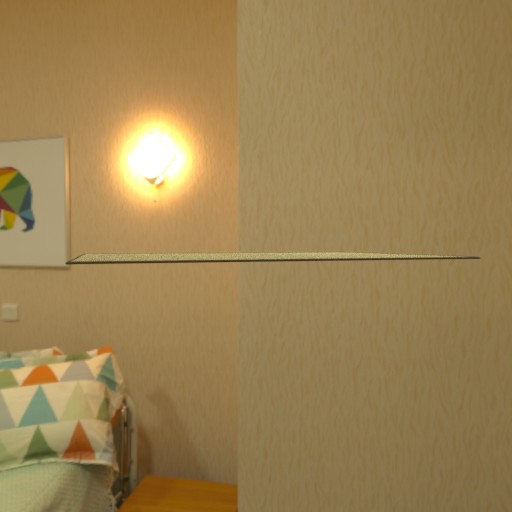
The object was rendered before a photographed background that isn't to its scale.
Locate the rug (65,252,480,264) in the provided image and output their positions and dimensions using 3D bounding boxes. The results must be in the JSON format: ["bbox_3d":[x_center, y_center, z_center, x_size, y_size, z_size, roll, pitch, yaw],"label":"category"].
[{"bbox_3d":[0.000,0.000,2.835,2.133,0.012,1.523,-1,2,-19],"label":"rug"}]
